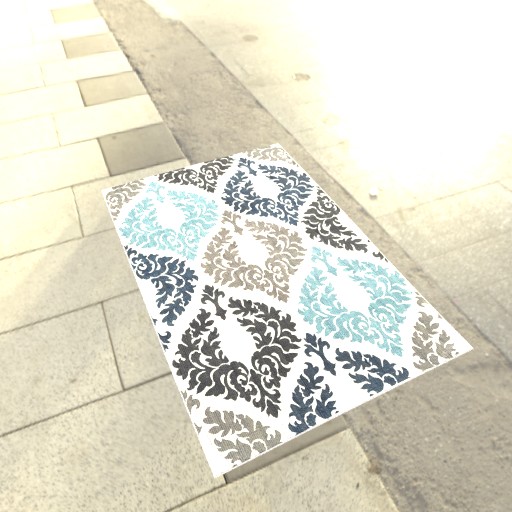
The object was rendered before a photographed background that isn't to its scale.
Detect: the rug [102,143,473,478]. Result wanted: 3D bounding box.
[{"bbox_3d":[0.000,0.000,2.876,1.514,0.014,2.275,-19,49,-18],"label":"rug"}]
